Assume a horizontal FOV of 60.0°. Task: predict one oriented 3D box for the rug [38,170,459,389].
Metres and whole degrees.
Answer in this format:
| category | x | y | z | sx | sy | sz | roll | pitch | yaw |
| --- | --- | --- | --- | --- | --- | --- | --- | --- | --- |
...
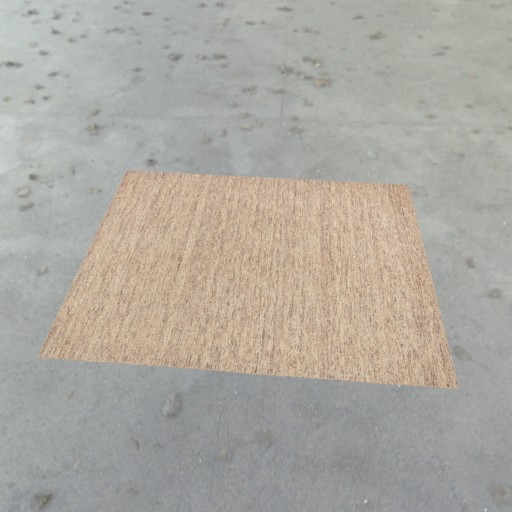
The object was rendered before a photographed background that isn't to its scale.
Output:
| category | x | y | z | sx | sy | sz | roll | pitch | yaw |
| --- | --- | --- | --- | --- | --- | --- | --- | --- | --- |
| rug | 0.000 | 0.000 | 4.185 | 3.205 | 0.013 | 2.448 | 3 | 47 | 3 |
